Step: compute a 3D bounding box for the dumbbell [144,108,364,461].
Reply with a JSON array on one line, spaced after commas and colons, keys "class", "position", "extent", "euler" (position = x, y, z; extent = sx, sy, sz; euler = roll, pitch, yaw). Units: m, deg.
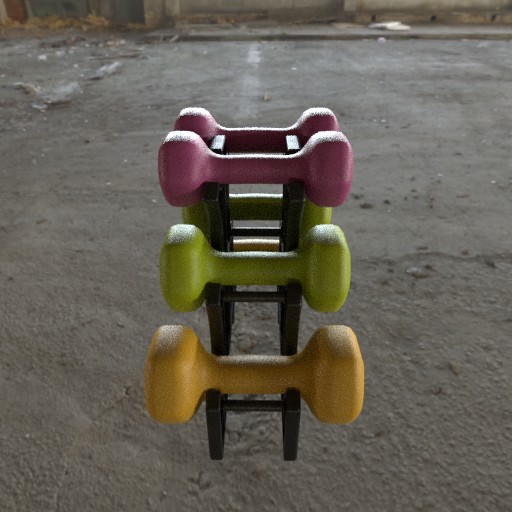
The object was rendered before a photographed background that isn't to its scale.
[{"class": "dumbbell", "position": [0.000, 0.000, 0.457], "extent": [0.190, 0.271, 0.300], "euler": [0, 32, 1]}]
